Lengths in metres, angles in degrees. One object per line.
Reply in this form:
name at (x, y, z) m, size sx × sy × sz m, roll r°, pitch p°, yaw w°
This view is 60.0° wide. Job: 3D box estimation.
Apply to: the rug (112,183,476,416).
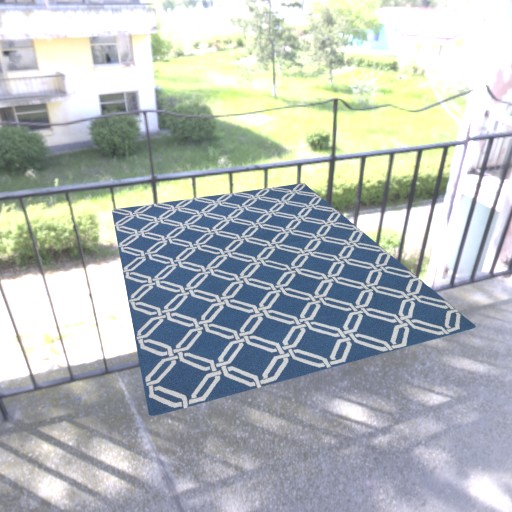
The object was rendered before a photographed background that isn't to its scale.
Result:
rug at (0.000, 0.000, 3.927) m, size 2.277 × 0.020 × 2.867 m, roll -10°, pitch 33°, yaw -17°
